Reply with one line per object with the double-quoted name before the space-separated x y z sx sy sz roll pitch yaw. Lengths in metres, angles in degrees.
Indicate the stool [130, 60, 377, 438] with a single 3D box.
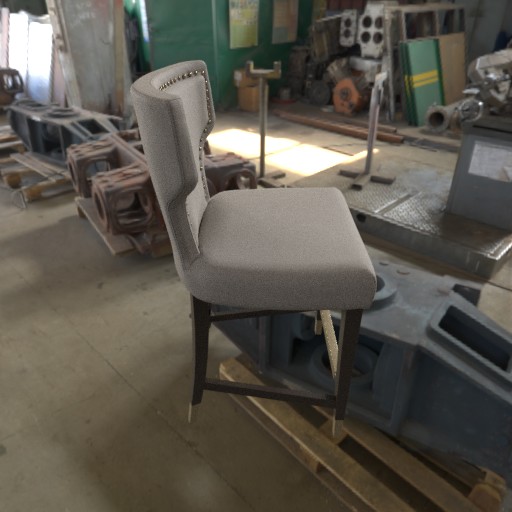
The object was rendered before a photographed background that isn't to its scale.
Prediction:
"stool" 0.000 0.000 1.276 0.563 0.982 0.527 0 31 0
